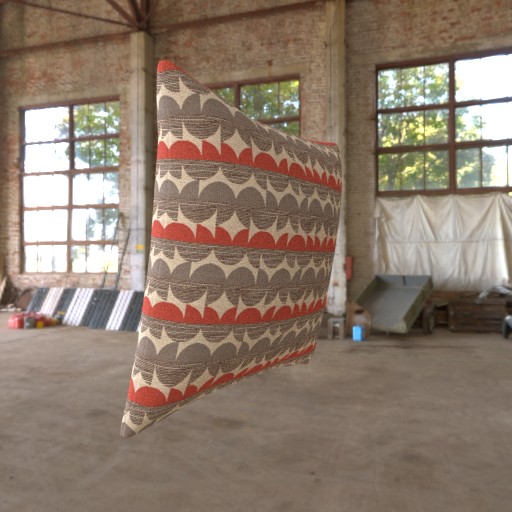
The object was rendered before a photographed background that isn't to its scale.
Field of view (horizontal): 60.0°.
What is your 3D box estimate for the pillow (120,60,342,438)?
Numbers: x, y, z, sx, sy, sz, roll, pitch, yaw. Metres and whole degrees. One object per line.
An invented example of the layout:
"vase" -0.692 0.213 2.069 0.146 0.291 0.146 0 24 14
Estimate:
"pillow" 0.000 0.000 0.645 0.180 0.410 0.420 -1 -1 36
